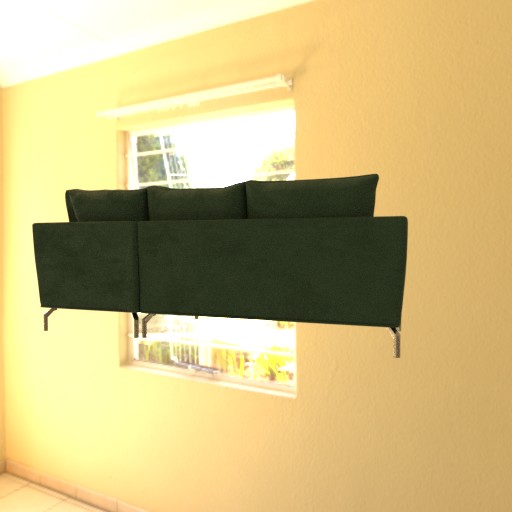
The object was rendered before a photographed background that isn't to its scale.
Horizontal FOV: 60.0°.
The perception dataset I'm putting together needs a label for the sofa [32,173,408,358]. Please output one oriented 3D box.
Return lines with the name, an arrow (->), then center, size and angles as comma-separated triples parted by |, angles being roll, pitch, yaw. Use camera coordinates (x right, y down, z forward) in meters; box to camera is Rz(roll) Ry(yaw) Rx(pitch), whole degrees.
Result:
sofa -> 0.000, 0.000, 3.833 | 2.468, 1.004, 2.452 | 1, 2, 18
